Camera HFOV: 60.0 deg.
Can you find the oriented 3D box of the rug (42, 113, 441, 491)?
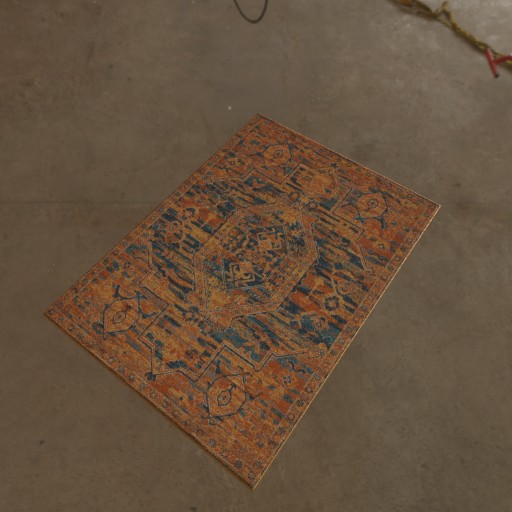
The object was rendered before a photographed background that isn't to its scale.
[{"bbox_3d":[0.000,0.000,2.886,1.588,0.024,2.204,32,64,18],"label":"rug"}]
